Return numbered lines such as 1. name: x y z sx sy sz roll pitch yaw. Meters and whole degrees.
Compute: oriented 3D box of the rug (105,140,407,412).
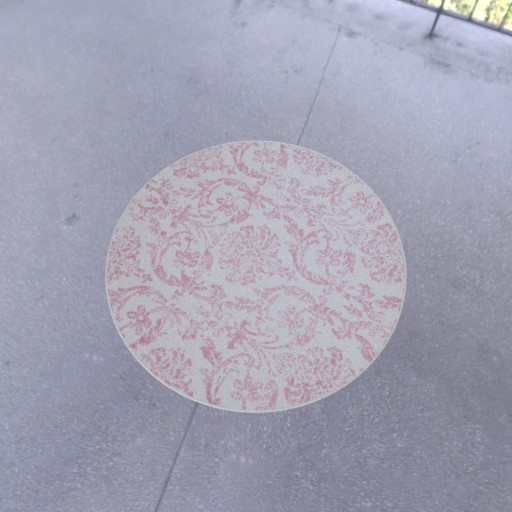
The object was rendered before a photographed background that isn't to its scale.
1. rug: 0.000 0.000 2.371 1.593 0.012 1.593 0 63 0
